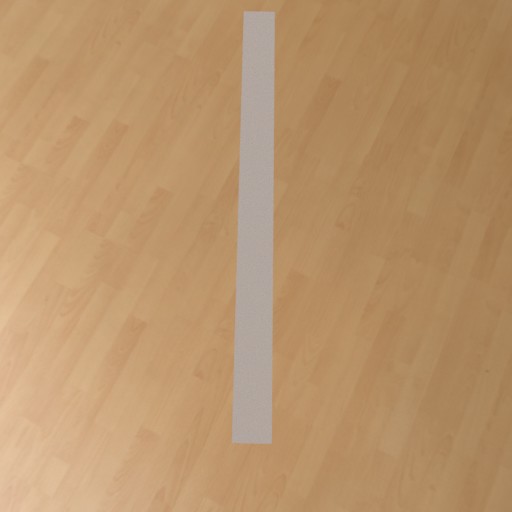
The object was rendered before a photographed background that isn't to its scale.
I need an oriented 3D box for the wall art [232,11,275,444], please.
[{"bbox_3d":[0.000,0.000,0.519,0.027,0.355,0.355,1,76,0],"label":"wall art"}]
